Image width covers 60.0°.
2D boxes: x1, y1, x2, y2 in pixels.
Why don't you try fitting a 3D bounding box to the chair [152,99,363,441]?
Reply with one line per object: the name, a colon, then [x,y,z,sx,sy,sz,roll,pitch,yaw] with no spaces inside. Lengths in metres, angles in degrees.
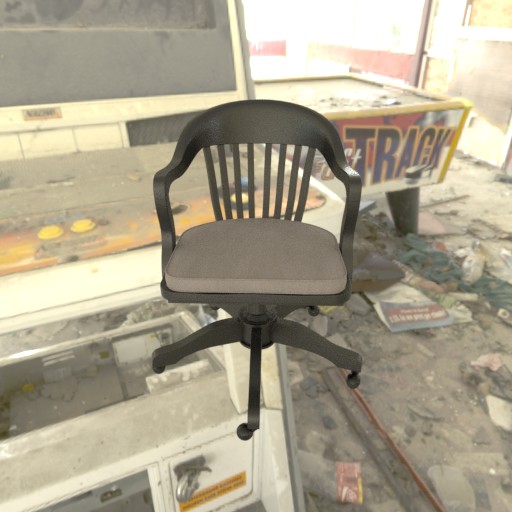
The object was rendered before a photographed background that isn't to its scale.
chair: [0.000,0.000,1.481,0.750,0.878,0.788,1,29,2]
